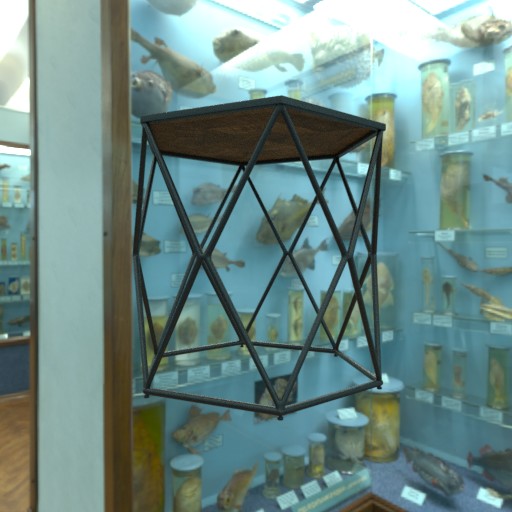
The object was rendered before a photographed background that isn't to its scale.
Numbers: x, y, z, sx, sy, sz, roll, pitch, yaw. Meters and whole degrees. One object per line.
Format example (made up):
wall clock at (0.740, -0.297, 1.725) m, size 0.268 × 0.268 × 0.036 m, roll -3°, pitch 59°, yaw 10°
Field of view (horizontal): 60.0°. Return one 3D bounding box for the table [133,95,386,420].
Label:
table at (0.000, 0.000, 1.058) m, size 0.578 × 0.564 × 0.579 m, roll -1°, pitch 1°, yaw -37°
